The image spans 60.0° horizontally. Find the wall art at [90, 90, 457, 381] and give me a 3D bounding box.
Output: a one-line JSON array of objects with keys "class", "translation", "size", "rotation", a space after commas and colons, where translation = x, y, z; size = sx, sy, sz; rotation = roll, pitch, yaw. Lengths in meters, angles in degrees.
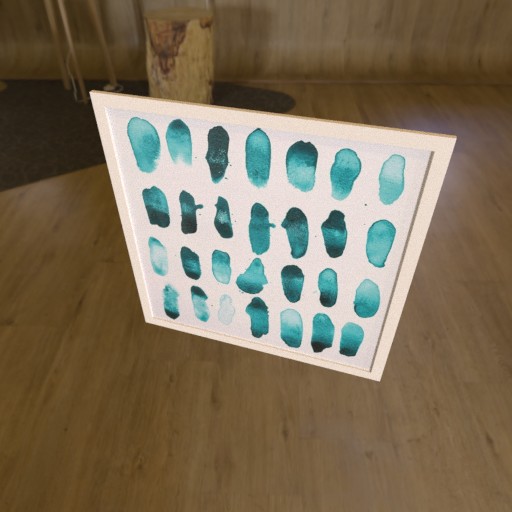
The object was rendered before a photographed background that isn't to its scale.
[{"class": "wall art", "translation": [0.000, 0.000, 0.834], "size": [0.558, 0.559, 0.009], "rotation": [12, 42, 13]}]
